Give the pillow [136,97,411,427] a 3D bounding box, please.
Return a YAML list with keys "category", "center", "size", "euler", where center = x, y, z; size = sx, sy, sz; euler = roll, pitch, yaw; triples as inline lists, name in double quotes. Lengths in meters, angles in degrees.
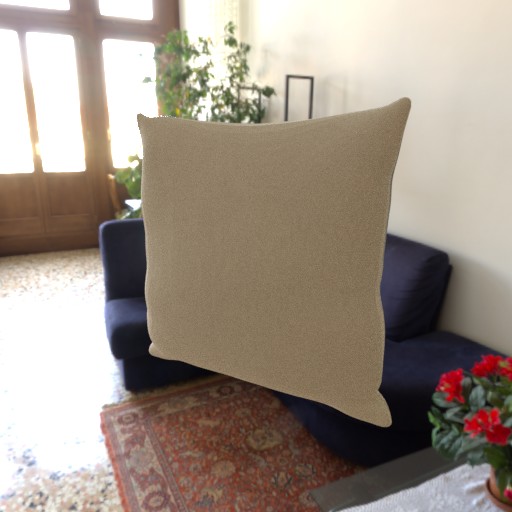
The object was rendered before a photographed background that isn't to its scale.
- category: "pillow"
  center: [0.000, 0.000, 0.675]
  size: [0.440, 0.441, 0.182]
  euler: [8, 17, 27]
